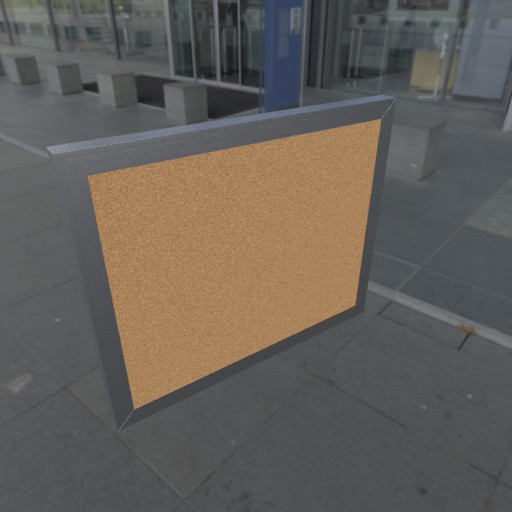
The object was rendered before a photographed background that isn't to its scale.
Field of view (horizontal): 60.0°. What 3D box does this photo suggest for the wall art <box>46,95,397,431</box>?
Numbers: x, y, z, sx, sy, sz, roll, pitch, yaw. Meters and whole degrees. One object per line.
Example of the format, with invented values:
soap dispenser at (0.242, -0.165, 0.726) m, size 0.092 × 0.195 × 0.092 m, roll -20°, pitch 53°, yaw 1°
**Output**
wall art at (0.000, 0.000, 0.745) m, size 0.557 × 0.456 × 0.032 m, roll -19°, pitch 35°, yaw -29°
